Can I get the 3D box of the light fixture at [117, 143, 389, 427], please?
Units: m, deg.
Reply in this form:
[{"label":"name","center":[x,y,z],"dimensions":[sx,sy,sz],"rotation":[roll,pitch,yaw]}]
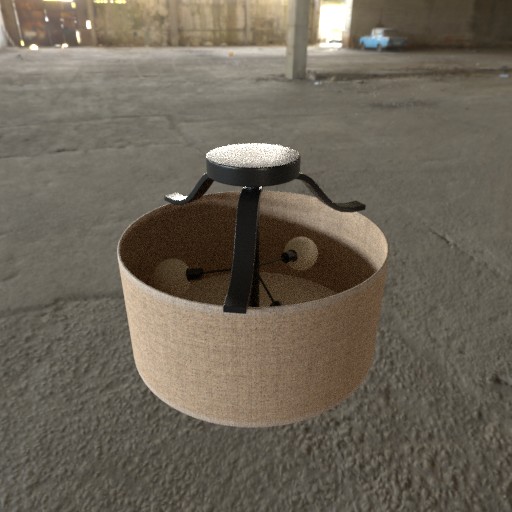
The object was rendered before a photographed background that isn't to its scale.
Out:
[{"label":"light fixture","center":[0.000,0.000,0.661],"dimensions":[0.390,0.306,0.390],"rotation":[0,28,0]}]
